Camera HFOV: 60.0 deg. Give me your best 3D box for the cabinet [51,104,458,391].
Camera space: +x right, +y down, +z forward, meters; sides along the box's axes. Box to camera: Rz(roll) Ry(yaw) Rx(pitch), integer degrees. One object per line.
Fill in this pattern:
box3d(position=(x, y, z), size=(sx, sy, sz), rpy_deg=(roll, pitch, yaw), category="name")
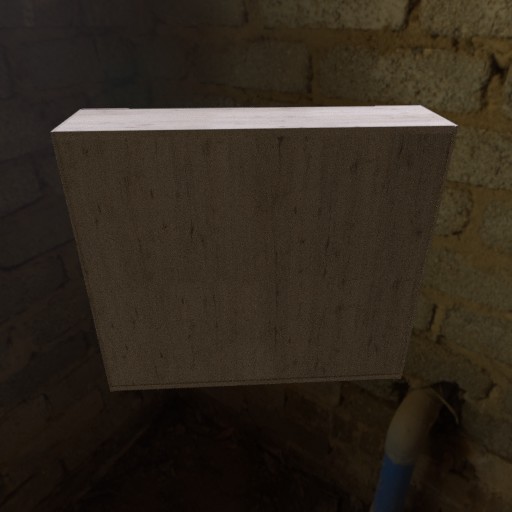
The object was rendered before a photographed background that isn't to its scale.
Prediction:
box3d(position=(0.000, 0.000, 3.543), size=(2.500, 2.180, 0.660), rpy_deg=(-2, 30, -3), category="cabinet")
